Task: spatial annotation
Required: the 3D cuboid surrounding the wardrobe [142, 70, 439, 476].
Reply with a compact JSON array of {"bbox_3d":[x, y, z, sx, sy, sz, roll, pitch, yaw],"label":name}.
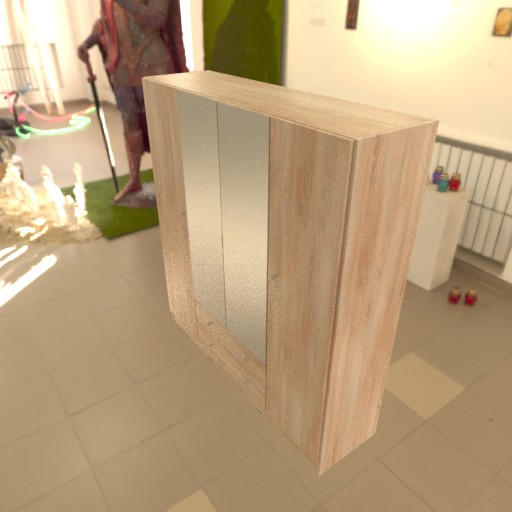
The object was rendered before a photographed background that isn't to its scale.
[{"bbox_3d":[0.000,0.000,3.103,0.598,2.159,1.998,-21,36,-31],"label":"wardrobe"}]
